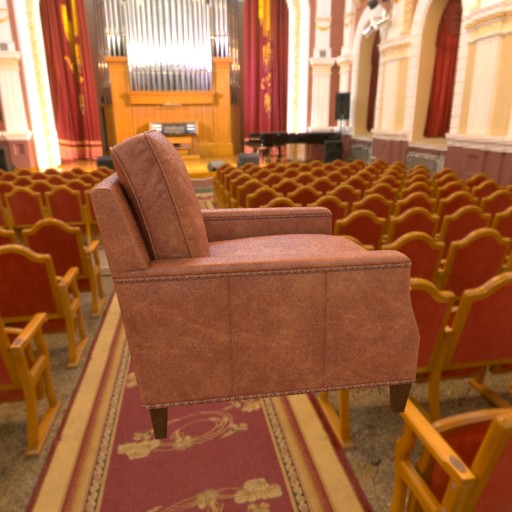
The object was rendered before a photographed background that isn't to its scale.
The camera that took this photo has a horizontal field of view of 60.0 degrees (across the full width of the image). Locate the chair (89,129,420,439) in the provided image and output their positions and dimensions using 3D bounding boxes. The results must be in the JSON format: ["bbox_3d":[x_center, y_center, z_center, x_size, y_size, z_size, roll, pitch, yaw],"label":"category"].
[{"bbox_3d":[0.000,0.000,1.713,1.014,0.943,0.853,-3,17,-9],"label":"chair"}]
